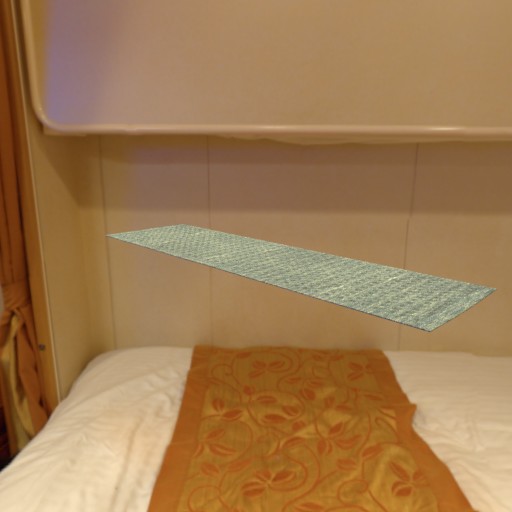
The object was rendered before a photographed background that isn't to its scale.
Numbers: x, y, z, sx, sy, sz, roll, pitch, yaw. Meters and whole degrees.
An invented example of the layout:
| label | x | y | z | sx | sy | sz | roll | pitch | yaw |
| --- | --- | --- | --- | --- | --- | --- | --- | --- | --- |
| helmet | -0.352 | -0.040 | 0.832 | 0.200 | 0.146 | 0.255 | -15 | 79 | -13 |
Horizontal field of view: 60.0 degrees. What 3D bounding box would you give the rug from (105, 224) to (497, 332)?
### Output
| label | x | y | z | sx | sy | sz | roll | pitch | yaw |
| --- | --- | --- | --- | --- | --- | --- | --- | --- | --- |
| rug | 0.000 | 0.000 | 2.621 | 0.688 | 0.008 | 2.443 | -13 | 19 | -43 |
